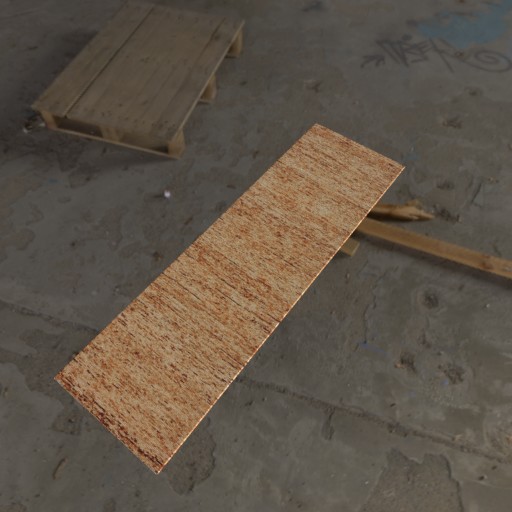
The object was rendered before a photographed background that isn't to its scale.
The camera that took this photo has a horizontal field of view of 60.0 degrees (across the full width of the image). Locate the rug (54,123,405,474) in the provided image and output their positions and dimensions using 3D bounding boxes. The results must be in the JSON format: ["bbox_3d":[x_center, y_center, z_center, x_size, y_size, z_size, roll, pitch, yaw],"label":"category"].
[{"bbox_3d":[0.000,0.000,2.449,0.680,0.014,2.237,33,62,20],"label":"rug"}]
